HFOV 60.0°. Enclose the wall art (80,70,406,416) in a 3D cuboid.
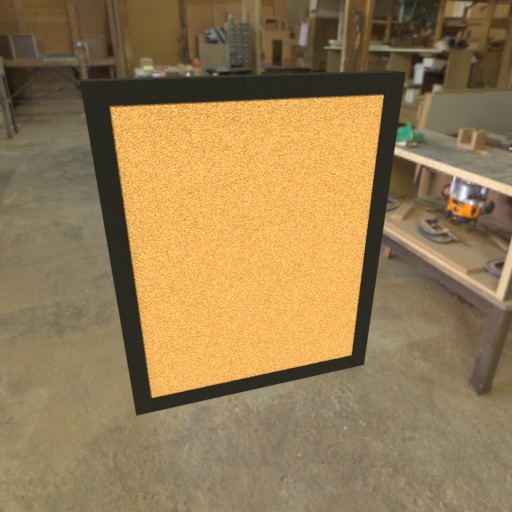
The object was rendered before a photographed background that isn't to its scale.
[{"bbox_3d":[0.000,0.000,0.738,0.457,0.559,0.029,-8,28,-15],"label":"wall art"}]
